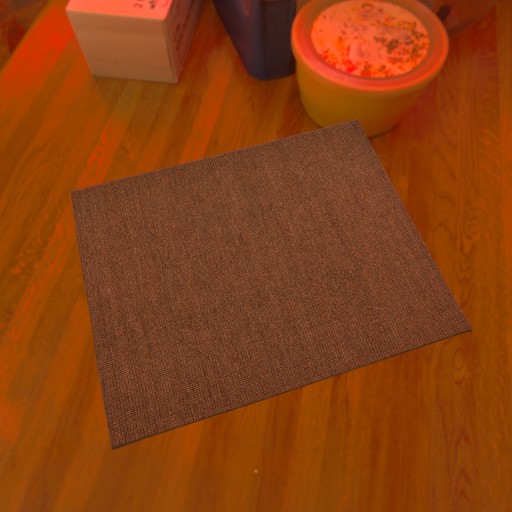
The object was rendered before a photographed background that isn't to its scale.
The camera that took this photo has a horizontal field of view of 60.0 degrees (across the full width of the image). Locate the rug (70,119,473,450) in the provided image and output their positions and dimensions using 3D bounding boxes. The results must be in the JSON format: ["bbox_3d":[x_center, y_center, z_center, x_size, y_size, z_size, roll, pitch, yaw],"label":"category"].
[{"bbox_3d":[0.000,0.000,4.045,3.068,0.021,2.456,-16,65,-8],"label":"rug"}]
